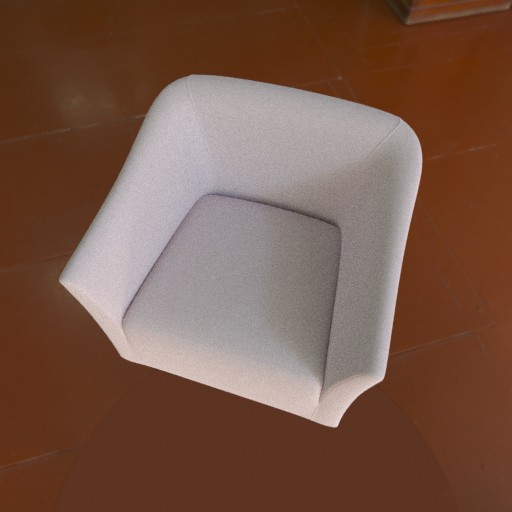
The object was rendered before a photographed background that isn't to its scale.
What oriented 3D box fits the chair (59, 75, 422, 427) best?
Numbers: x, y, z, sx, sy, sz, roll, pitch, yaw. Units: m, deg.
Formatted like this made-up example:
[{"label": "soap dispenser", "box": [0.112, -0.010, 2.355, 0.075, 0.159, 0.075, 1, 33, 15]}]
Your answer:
[{"label": "chair", "box": [0.000, 0.000, 1.350, 0.790, 0.720, 0.700, 15, 59, 10]}]
